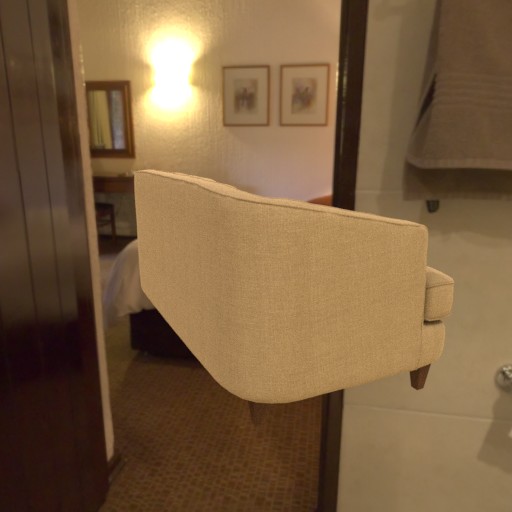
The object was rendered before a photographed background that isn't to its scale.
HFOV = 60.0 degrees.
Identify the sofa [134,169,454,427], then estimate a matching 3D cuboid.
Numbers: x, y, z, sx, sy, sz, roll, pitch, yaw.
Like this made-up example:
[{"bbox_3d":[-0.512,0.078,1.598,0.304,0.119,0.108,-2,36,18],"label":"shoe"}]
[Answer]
[{"bbox_3d":[0.000,0.000,2.272,0.941,0.855,1.733,-7,16,-26],"label":"sofa"}]
